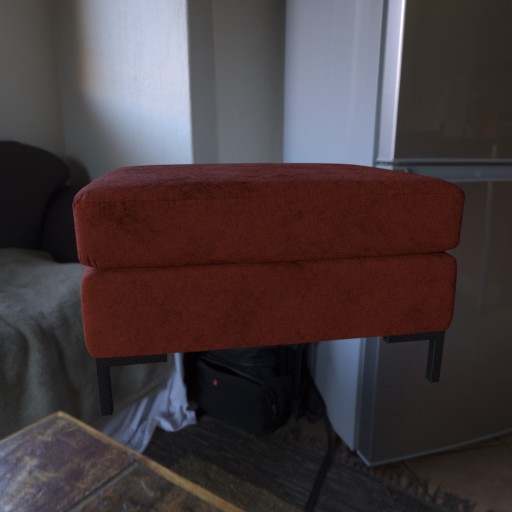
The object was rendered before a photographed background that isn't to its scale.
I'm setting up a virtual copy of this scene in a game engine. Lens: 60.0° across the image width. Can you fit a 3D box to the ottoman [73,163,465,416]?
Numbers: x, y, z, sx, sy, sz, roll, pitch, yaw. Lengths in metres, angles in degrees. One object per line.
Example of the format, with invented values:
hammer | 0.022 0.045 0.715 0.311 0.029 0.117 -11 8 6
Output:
ottoman | 0.000 0.000 1.170 0.782 0.462 0.650 -3 15 -10
